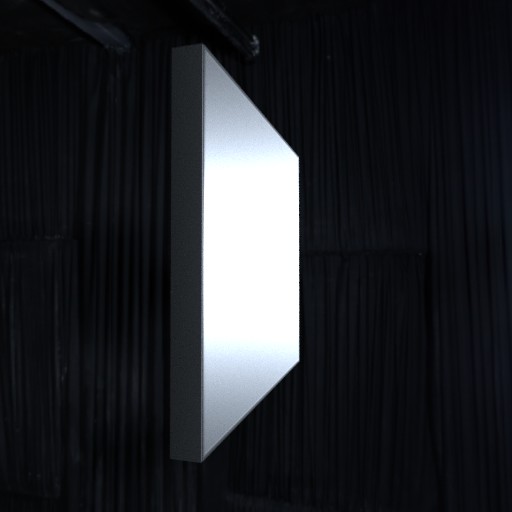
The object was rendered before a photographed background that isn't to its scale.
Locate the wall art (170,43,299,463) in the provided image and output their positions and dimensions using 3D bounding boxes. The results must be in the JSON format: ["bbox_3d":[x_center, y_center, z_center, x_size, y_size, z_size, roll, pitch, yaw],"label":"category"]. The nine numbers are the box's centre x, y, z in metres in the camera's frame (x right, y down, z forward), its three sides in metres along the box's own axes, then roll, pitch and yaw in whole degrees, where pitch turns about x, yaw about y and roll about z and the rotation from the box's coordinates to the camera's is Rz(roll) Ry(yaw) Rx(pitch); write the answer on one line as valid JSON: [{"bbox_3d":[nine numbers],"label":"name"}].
[{"bbox_3d":[0.000,0.000,0.533,0.028,0.330,0.380,0,-1,17],"label":"wall art"}]
